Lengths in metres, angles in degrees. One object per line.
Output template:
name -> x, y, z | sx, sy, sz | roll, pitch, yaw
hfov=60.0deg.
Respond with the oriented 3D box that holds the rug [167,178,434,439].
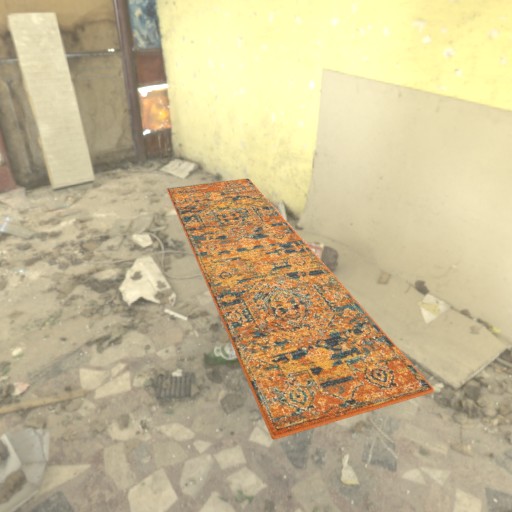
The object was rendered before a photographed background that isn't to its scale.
rug -> 0.000, 0.000, 2.489 | 0.651, 0.016, 2.274 | -10, 33, -16
